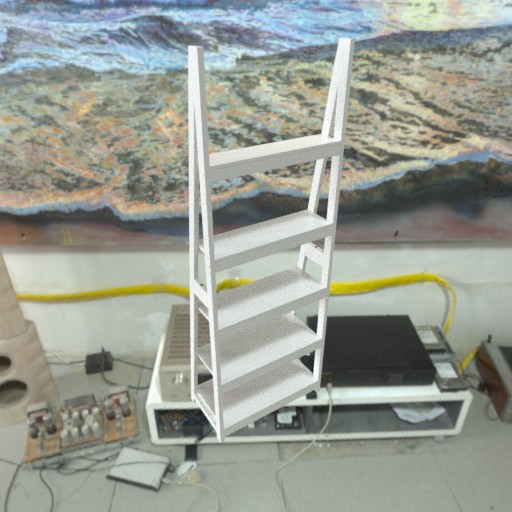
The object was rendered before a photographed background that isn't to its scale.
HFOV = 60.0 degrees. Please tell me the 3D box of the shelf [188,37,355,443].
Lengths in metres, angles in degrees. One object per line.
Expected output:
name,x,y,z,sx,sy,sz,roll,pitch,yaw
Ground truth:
shelf,0.000,0.000,2.021,0.636,1.779,0.341,-18,34,-28
